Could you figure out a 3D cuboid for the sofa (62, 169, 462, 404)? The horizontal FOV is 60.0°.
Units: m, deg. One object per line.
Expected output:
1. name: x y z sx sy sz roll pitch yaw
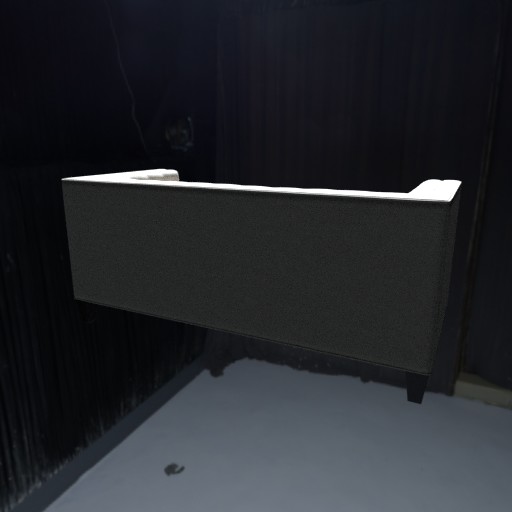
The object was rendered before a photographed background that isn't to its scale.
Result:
1. sofa: 0.000 0.000 2.226 1.778 0.762 0.775 7 17 26
